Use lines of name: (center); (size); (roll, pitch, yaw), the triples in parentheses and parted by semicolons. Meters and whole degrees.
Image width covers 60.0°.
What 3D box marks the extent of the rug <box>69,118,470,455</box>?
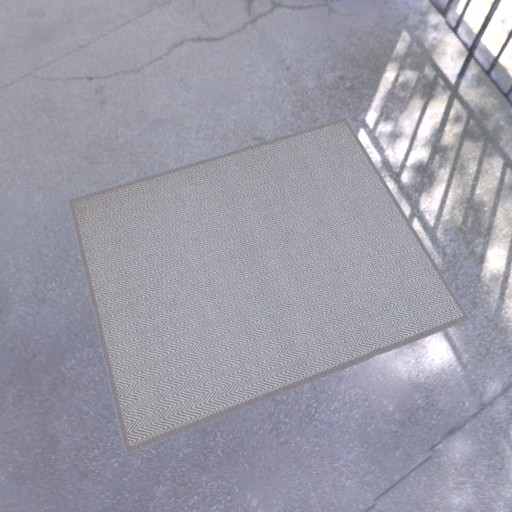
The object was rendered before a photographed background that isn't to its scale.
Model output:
rug: (0.000, 0.000, 4.059); (3.007, 0.032, 2.434); (-19, 65, -9)
